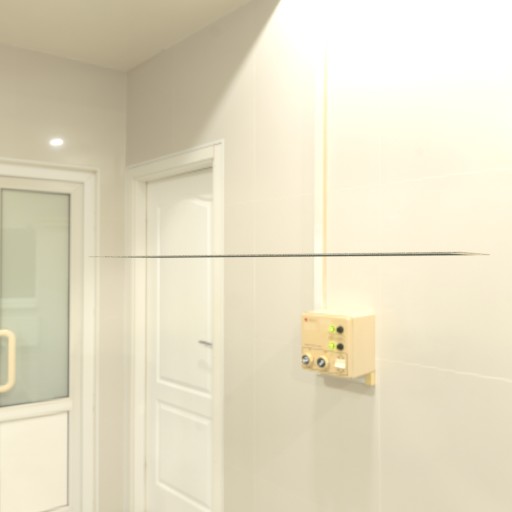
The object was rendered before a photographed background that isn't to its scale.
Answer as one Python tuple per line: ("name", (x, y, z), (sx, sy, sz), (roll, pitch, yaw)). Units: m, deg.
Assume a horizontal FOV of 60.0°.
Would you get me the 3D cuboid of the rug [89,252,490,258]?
("rug", (0.000, 0.000, 2.690), (2.437, 0.005, 0.688), (-1, -1, 36))
